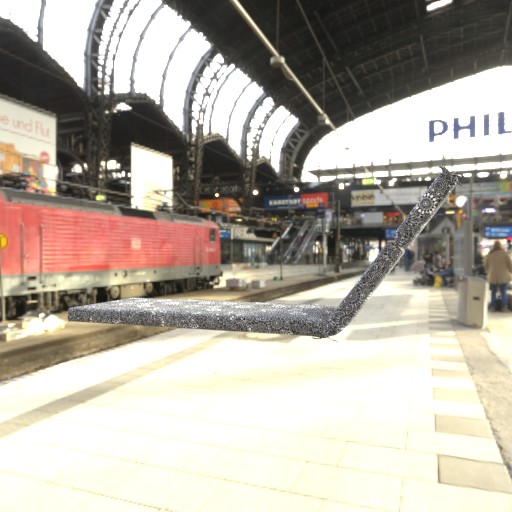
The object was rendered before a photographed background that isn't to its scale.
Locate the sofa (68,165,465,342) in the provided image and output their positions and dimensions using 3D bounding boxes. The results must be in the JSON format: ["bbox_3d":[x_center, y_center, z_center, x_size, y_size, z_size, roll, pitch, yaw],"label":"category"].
[{"bbox_3d":[0.000,0.000,1.996,1.663,0.622,0.582,0,0,19],"label":"sofa"}]
